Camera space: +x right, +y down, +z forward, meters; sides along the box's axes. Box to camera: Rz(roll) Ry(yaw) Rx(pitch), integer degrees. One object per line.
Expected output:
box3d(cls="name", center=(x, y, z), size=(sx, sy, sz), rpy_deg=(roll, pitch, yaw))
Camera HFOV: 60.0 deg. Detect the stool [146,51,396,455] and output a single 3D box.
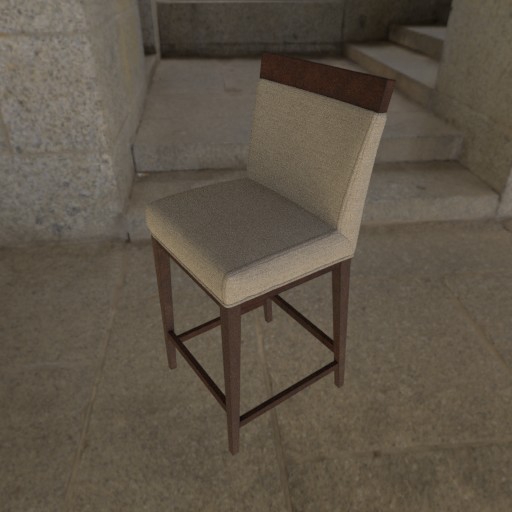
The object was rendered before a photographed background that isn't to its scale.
box3d(cls="stool", center=(0.000, 0.000, 1.430), size=(0.531, 1.117, 0.511), rpy_deg=(-21, 39, -29))
